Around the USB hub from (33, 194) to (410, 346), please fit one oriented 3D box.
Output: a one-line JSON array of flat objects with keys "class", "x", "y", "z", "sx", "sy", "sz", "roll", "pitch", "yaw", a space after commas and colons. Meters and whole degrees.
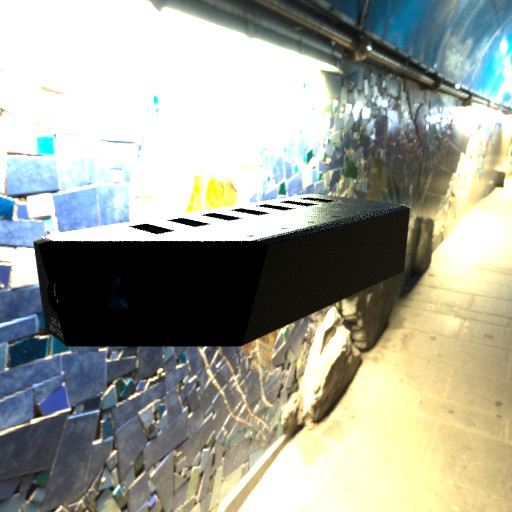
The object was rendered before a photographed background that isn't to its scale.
[{"class": "USB hub", "x": 0.000, "y": 0.000, "z": 0.130, "sx": 0.044, "sy": 0.023, "sz": 0.110, "roll": 15, "pitch": 21, "yaw": 42}]
